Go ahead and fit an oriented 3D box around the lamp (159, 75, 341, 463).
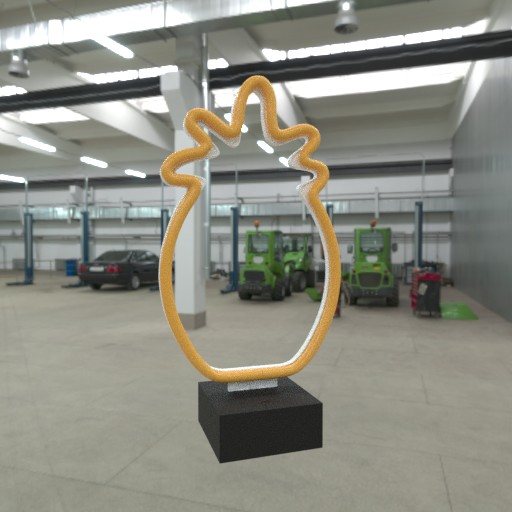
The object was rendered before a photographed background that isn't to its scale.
[{"bbox_3d":[0.000,0.000,0.393,0.167,0.317,0.088,0,1,-18],"label":"lamp"}]
